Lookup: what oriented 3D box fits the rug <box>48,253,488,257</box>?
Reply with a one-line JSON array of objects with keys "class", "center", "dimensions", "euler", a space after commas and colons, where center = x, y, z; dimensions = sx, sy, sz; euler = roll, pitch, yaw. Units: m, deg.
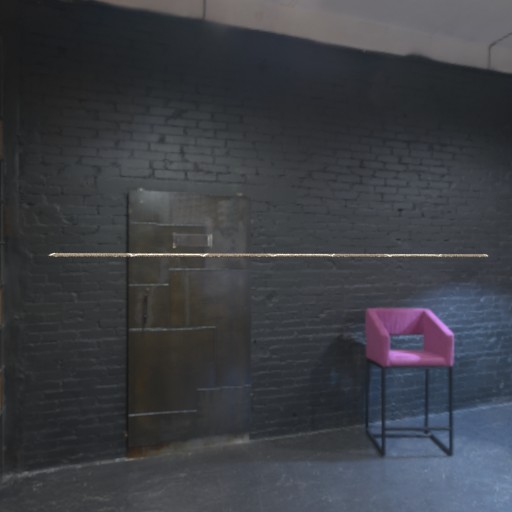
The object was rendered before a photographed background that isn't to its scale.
[{"class": "rug", "center": [0.000, 0.000, 2.334], "dimensions": [1.836, 0.012, 1.239], "euler": [0, 0, -17]}]
